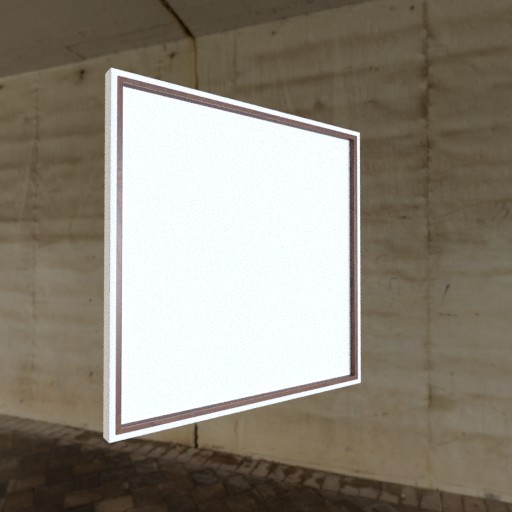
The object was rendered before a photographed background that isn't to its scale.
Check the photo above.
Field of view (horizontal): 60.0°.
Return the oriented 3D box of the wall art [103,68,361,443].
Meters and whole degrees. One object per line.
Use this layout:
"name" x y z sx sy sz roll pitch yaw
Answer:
"wall art" 0.000 0.000 1.507 1.009 1.009 0.049 1 -1 -36
